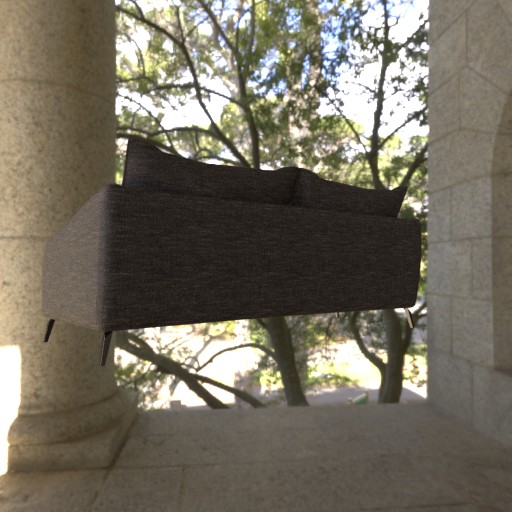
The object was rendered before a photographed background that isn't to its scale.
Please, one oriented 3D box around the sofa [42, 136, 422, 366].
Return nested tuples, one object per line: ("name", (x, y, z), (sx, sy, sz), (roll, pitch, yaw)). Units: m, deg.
("sofa", (0.000, 0.000, 2.420), (2.019, 0.843, 0.807), (1, -2, -35))
